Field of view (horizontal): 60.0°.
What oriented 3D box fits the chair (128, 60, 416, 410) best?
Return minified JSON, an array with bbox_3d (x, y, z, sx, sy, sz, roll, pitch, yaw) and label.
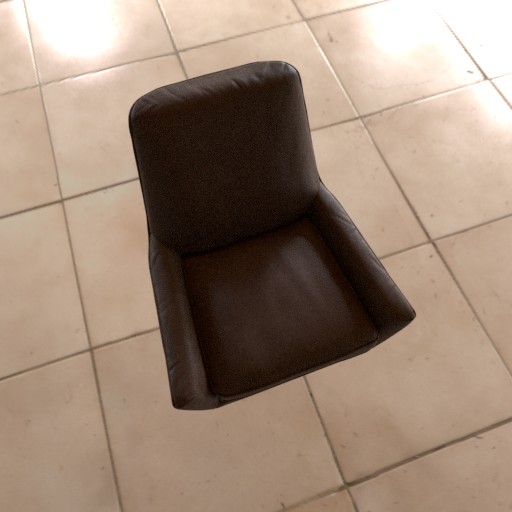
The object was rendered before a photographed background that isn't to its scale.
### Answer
[{"bbox_3d":[0.000,0.000,1.507,0.787,0.888,0.824,-19,66,-9],"label":"chair"}]
